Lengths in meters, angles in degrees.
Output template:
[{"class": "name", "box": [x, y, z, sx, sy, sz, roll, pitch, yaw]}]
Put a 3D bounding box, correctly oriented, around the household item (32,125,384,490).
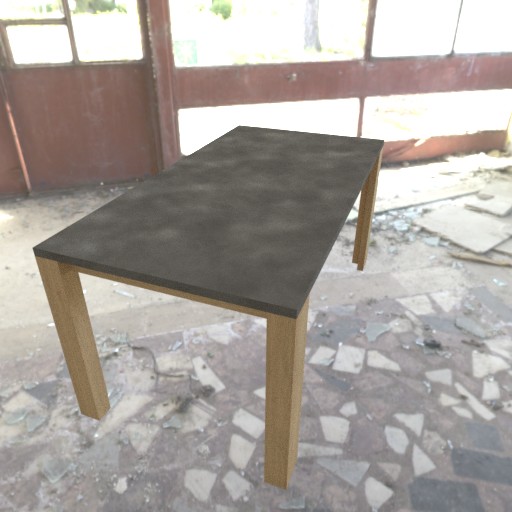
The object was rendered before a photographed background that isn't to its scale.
[{"class": "household item", "box": [0.000, 0.000, 2.063, 0.850, 0.755, 1.600, 11, 32, 18]}]
